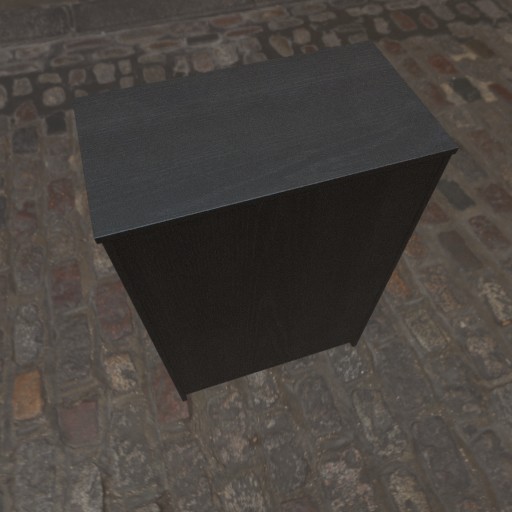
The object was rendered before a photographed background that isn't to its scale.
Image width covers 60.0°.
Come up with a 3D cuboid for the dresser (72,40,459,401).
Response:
[{"bbox_3d":[0.000,0.000,1.330,0.700,1.020,0.398,-15,58,-10],"label":"dresser"}]
